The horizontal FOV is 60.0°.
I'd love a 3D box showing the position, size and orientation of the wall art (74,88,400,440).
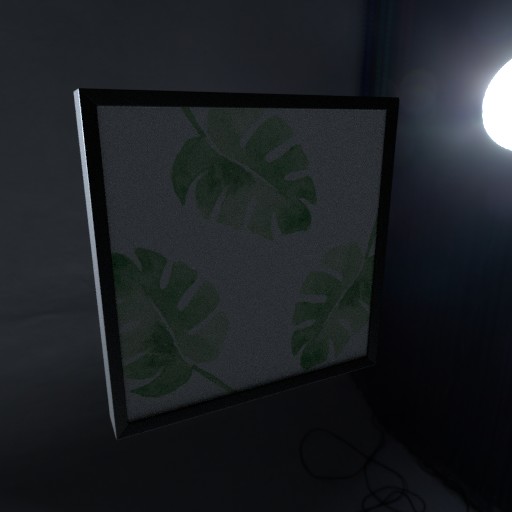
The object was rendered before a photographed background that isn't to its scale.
[{"bbox_3d":[0.000,0.000,0.444,0.304,0.304,0.038,-8,19,-25],"label":"wall art"}]
